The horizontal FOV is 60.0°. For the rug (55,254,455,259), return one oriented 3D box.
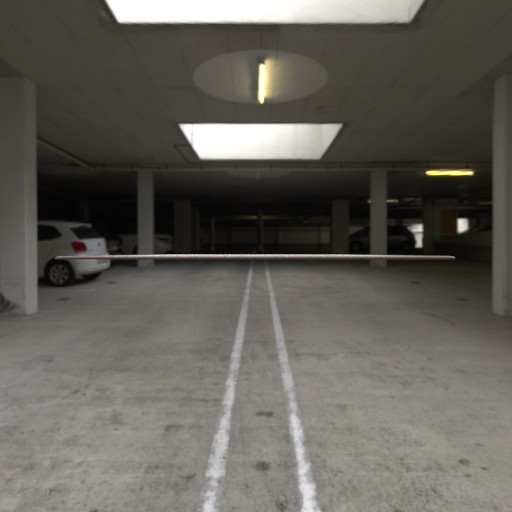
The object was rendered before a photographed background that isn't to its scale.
[{"bbox_3d":[0.000,0.000,2.718,1.517,0.013,2.115,0,0,0],"label":"rug"}]
